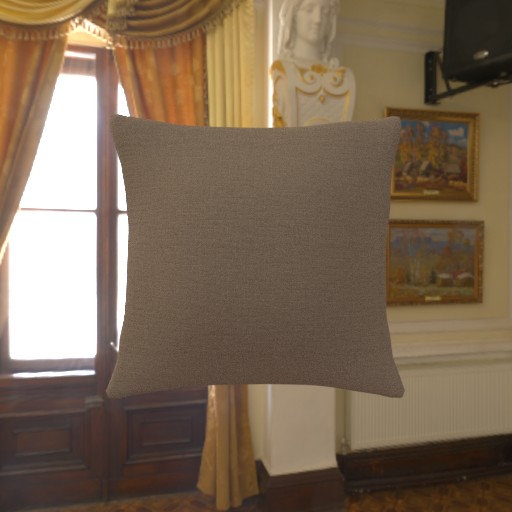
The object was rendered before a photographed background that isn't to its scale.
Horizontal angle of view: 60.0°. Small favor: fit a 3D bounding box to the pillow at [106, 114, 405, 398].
[{"bbox_3d":[0.000,0.000,0.661,0.435,0.416,0.189,0,0,-1],"label":"pillow"}]
